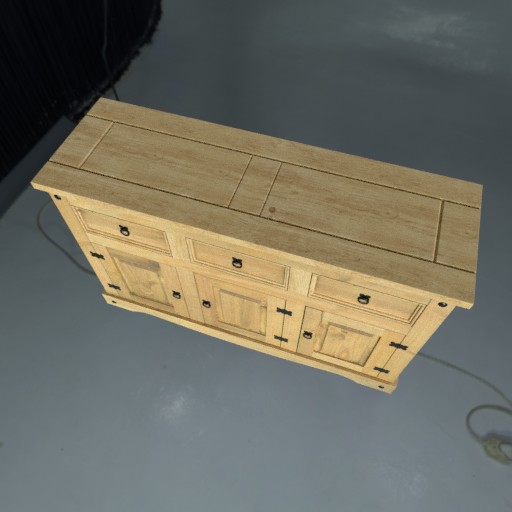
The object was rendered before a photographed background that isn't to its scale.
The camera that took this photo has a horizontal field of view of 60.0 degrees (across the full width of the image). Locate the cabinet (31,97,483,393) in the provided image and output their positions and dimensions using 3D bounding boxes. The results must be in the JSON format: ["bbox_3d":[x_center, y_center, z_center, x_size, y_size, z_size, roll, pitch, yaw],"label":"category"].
[{"bbox_3d":[0.000,0.000,1.701,1.321,0.810,0.432,16,58,10],"label":"cabinet"}]
